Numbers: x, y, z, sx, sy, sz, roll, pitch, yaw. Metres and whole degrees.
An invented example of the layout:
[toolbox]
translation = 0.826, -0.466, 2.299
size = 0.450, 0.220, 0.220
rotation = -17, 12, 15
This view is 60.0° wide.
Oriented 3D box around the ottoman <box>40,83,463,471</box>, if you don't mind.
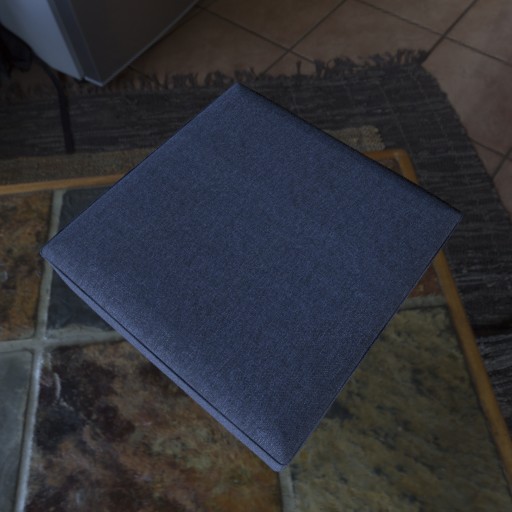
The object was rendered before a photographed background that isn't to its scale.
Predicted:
[ottoman]
translation = 0.000, 0.000, 1.600
size = 1.023, 0.423, 1.017
rotation = 36, 68, 17
